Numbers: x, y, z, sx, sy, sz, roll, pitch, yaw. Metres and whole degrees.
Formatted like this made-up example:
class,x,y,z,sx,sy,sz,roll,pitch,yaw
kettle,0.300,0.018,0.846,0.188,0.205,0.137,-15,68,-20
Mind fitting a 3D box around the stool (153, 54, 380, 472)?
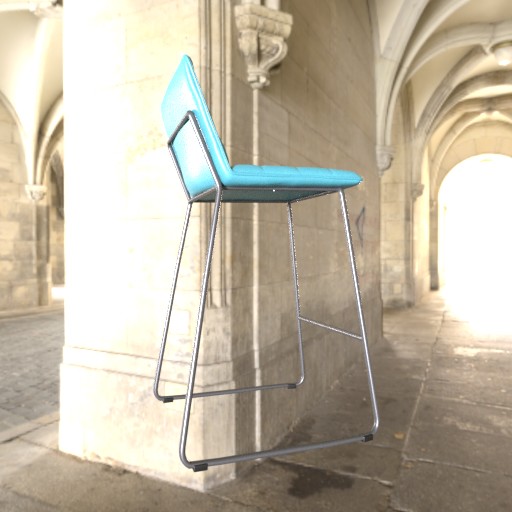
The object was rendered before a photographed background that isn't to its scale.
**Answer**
class,x,y,z,sx,sy,sz,roll,pitch,yaw
stool,0.000,0.000,1.267,0.524,0.936,0.489,0,1,-20
